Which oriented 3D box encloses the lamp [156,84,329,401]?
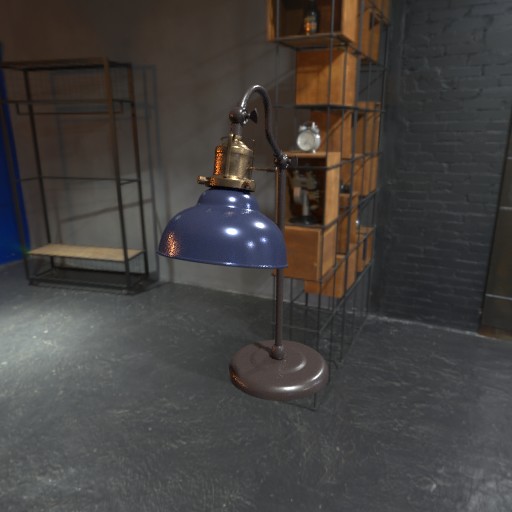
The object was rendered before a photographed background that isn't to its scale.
[{"bbox_3d":[0.000,0.000,0.702,0.192,0.508,0.374,8,18,26],"label":"lamp"}]
